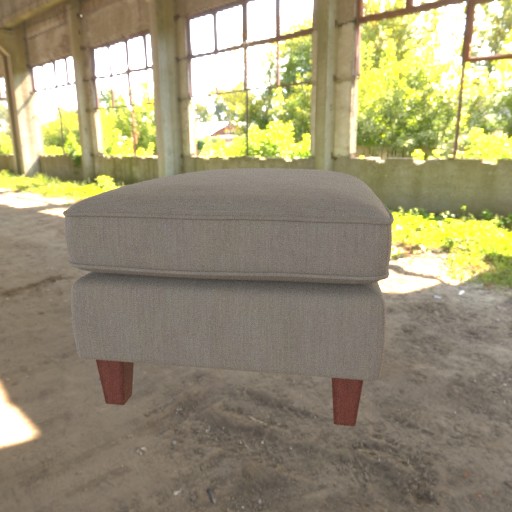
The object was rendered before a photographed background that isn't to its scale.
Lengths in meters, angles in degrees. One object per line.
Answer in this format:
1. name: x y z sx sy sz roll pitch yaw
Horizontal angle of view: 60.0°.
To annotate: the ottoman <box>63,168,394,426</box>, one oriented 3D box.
1. ottoman: 0.000 0.000 1.270 0.636 0.480 0.941 2 14 9
